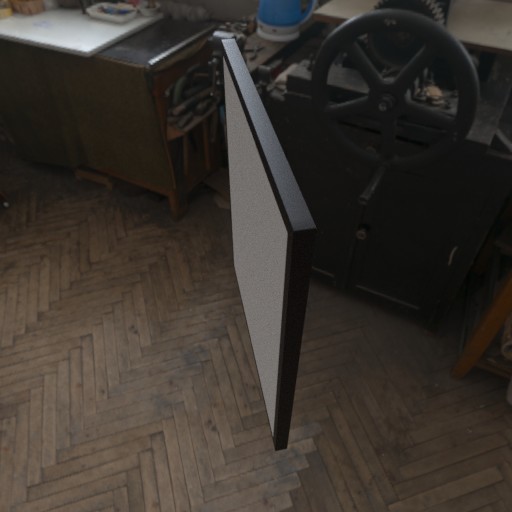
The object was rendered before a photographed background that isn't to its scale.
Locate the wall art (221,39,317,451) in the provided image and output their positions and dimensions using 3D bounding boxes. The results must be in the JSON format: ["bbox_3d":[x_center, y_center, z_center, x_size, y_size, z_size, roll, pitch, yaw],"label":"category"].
[{"bbox_3d":[0.000,0.000,0.710,0.021,0.509,0.430,-8,47,-8],"label":"wall art"}]
